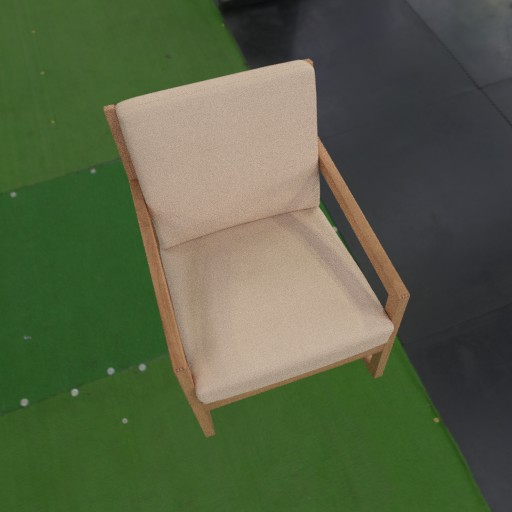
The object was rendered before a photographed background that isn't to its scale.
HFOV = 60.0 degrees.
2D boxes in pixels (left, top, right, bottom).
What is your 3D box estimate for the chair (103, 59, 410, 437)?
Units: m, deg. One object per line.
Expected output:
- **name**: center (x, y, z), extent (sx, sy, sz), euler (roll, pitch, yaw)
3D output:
- **chair**: center (0.000, 0.000, 1.390), extent (0.622, 0.790, 0.857), euler (-16, 64, -8)
